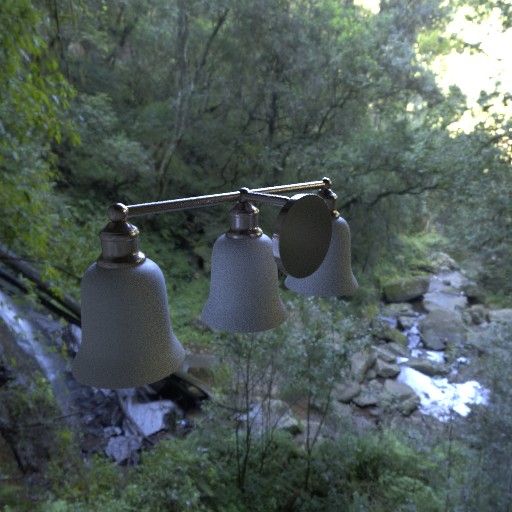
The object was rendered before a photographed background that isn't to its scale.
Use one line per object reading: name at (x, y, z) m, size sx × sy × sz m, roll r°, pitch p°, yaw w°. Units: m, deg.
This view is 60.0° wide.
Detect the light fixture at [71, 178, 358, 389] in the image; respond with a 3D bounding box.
light fixture at (0.000, 0.000, 0.689) m, size 0.198 × 0.211 × 0.570 m, roll 15°, pitch 21°, yaw 42°
